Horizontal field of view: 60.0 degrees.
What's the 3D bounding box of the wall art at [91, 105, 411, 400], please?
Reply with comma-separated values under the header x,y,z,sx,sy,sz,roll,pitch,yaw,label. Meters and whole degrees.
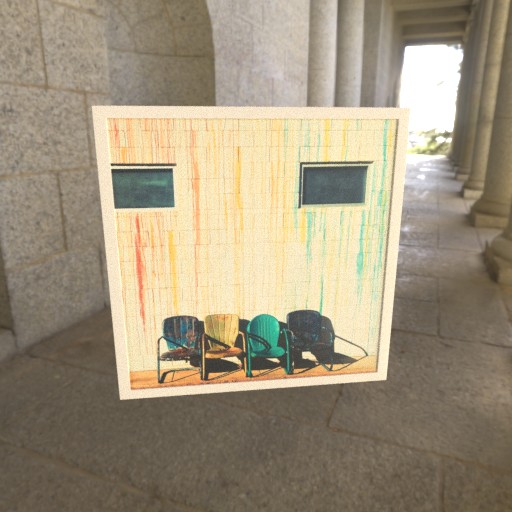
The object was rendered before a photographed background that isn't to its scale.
x,y,z,sx,sy,sz,roll,pitch,yaw,label
0.000,0.000,0.479,0.305,0.305,0.038,-2,16,-7,wall art
